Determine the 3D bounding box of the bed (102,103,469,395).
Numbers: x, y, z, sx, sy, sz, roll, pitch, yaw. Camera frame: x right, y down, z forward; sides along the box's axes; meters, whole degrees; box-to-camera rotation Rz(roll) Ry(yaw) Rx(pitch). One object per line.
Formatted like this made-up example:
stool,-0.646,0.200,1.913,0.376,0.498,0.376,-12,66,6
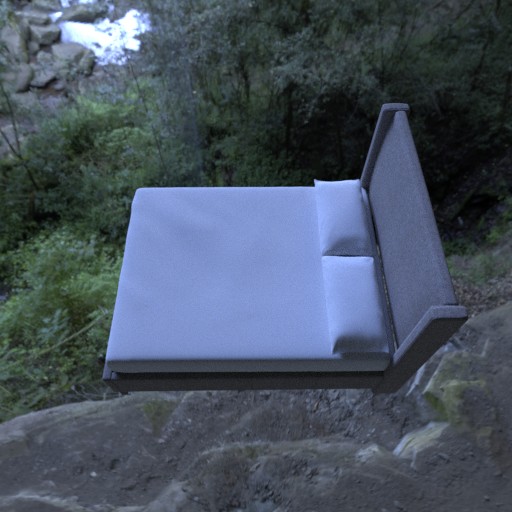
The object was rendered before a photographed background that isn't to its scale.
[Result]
bed,0.000,0.000,3.393,2.245,1.476,1.714,0,58,0
